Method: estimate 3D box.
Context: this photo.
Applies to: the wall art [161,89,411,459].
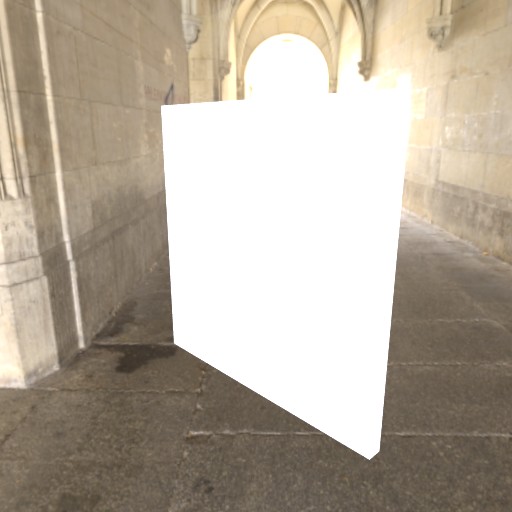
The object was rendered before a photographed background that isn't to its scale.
[{"bbox_3d":[0.000,0.000,0.840,0.028,0.559,0.559,-14,21,-42],"label":"wall art"}]
